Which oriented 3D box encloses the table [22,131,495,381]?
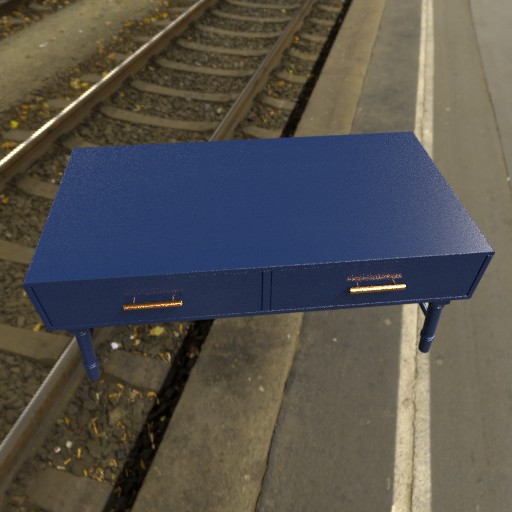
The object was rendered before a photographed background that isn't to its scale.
[{"bbox_3d":[0.000,0.000,1.337,1.067,0.457,0.572,-4,45,-4],"label":"table"}]
